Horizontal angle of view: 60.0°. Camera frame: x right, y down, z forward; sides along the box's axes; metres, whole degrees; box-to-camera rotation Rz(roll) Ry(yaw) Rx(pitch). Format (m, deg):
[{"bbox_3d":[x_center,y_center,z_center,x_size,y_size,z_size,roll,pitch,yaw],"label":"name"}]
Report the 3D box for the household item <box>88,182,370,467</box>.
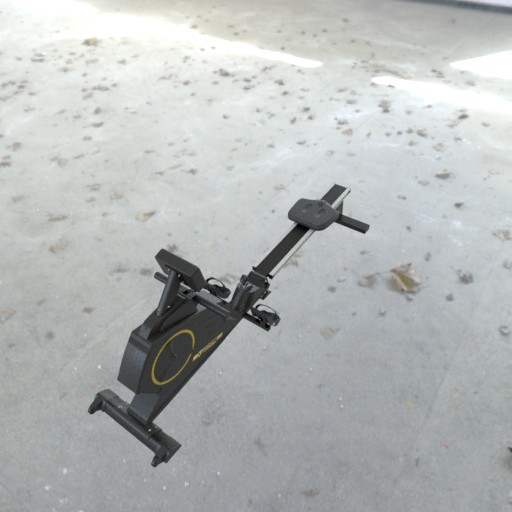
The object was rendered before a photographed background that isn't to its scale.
[{"bbox_3d":[0.000,0.000,2.576,0.521,0.810,2.251,25,47,26],"label":"household item"}]
